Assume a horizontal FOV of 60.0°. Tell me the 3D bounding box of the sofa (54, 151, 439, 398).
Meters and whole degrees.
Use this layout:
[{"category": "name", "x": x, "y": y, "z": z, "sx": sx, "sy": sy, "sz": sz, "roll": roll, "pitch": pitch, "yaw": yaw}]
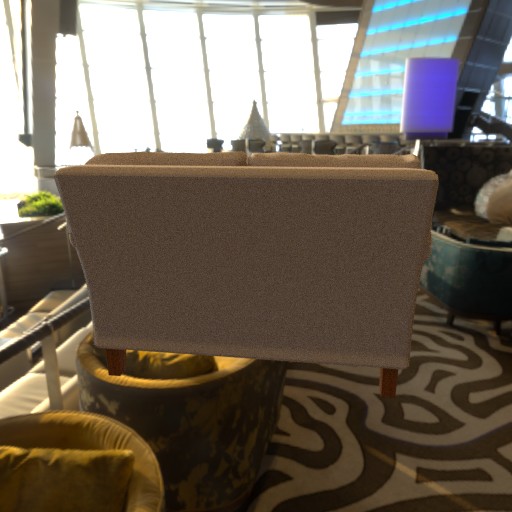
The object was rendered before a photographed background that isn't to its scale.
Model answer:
[{"category": "sofa", "x": 0.000, "y": 0.000, "z": 2.240, "sx": 1.508, "sy": 1.048, "sz": 1.087, "roll": 2, "pitch": 16, "yaw": 8}]
